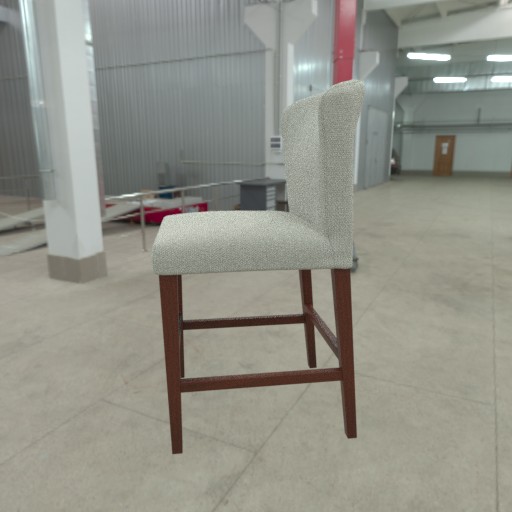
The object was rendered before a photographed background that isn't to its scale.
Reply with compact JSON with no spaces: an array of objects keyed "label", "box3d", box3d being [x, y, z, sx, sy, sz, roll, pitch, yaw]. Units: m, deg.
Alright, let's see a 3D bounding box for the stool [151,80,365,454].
[{"label":"stool","box3d":[0.000,0.000,1.312,0.568,0.969,0.481,-2,14,-8]}]
